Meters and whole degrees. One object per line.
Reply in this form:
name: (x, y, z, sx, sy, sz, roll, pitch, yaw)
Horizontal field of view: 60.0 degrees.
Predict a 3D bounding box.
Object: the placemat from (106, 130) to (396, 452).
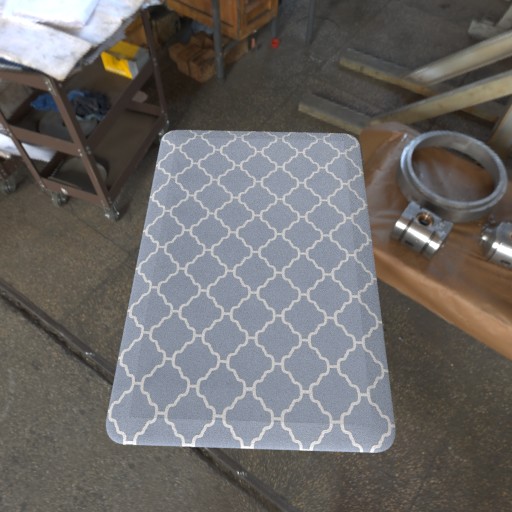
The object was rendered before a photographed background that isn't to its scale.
placemat: (0.000, 0.000, 0.949, 0.508, 0.021, 0.762, 1, 59, 1)
